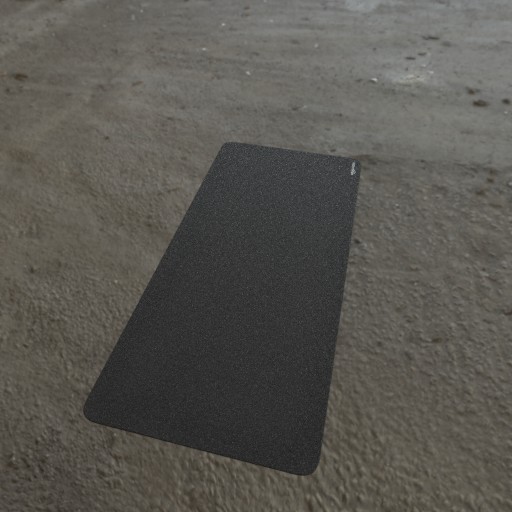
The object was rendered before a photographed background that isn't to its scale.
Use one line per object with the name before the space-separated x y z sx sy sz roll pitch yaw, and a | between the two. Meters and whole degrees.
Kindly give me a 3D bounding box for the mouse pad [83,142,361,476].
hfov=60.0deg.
mouse pad | 0.000 0.000 1.043 0.424 0.003 0.907 10 48 9
